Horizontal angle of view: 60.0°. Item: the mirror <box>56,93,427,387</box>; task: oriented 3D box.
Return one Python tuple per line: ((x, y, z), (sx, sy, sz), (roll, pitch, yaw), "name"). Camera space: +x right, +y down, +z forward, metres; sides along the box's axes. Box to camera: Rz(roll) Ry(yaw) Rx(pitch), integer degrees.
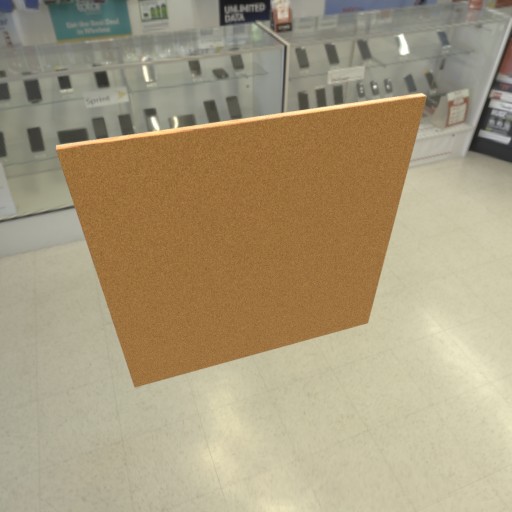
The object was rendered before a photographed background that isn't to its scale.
((0.000, 0.000, 1.208), (0.804, 0.804, 0.061), (-12, 43, -14), "mirror")
